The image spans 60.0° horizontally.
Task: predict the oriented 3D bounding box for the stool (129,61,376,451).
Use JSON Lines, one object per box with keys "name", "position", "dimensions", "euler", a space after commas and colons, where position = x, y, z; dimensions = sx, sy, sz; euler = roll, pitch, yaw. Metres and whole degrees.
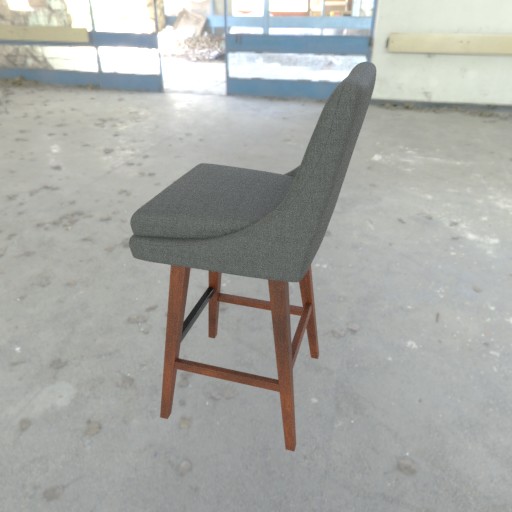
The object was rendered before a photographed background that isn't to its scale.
{"name": "stool", "position": [0.000, 0.000, 1.229], "dimensions": [0.524, 0.977, 0.447], "euler": [8, 30, 14]}
